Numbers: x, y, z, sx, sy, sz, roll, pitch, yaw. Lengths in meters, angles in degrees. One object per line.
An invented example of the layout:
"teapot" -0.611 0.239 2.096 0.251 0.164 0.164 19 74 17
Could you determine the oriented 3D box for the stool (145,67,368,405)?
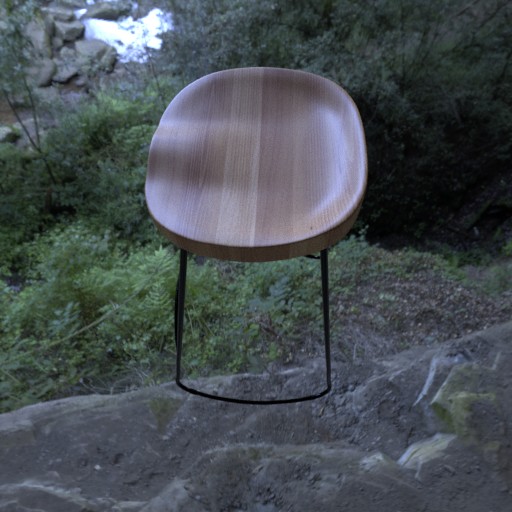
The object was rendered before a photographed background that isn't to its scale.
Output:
"stool" 0.000 0.000 0.981 0.401 0.679 0.480 2 58 1
